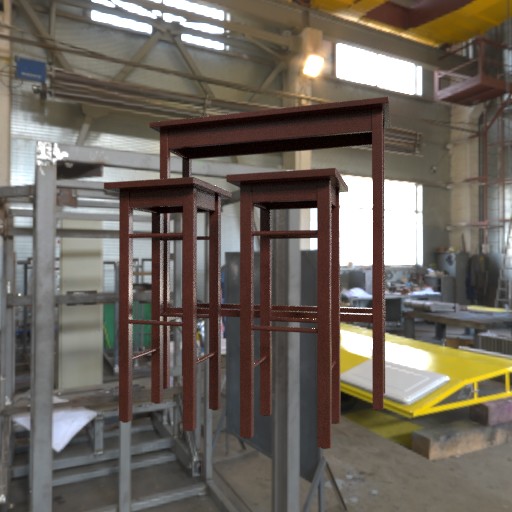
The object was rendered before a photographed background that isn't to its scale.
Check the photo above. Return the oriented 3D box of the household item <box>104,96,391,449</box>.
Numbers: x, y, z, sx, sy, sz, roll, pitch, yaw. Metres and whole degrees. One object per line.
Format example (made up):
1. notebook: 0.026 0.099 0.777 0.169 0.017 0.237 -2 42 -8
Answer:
1. household item: 0.000 0.000 1.587 0.914 1.067 0.676 0 -1 18
